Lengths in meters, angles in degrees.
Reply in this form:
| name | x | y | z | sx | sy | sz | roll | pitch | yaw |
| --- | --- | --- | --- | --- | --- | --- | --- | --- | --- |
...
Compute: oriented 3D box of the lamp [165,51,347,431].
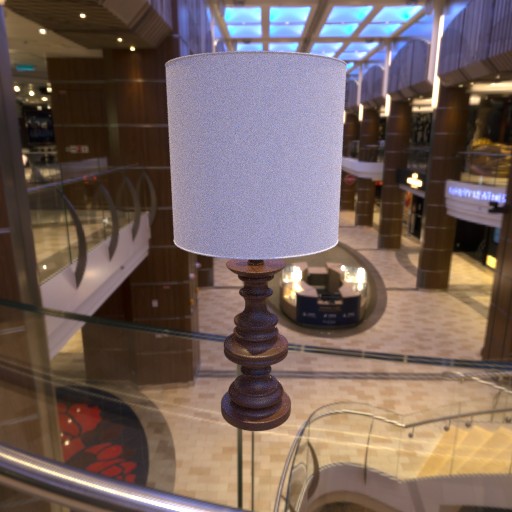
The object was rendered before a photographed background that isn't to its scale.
| name | x | y | z | sx | sy | sz | roll | pitch | yaw |
| --- | --- | --- | --- | --- | --- | --- | --- | --- | --- |
| lamp | 0.000 | 0.000 | 0.577 | 0.208 | 0.455 | 0.208 | -14 | 21 | -43 |
